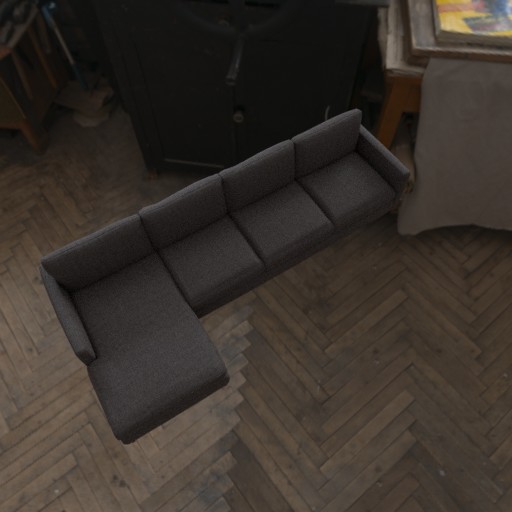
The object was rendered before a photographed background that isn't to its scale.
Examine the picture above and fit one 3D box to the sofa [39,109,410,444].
[{"bbox_3d":[0.000,0.000,3.212,2.731,0.754,1.258,-29,64,-16],"label":"sofa"}]
